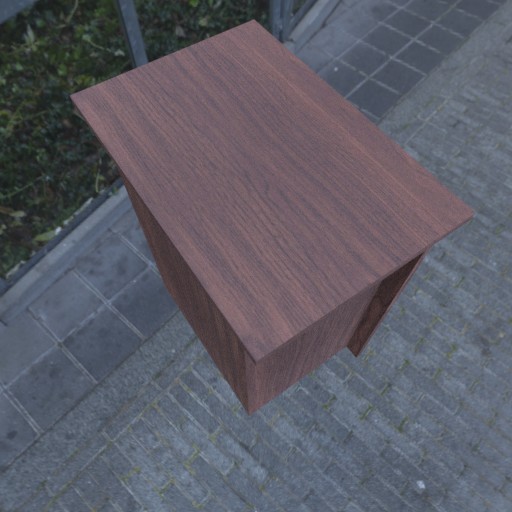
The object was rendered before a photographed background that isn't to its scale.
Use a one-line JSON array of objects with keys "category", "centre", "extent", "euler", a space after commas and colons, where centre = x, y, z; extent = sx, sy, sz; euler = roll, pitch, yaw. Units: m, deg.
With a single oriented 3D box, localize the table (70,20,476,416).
[{"category": "table", "centre": [0.000, 0.000, 1.040], "extent": [0.406, 0.711, 0.589], "euler": [-31, 65, -16]}]
